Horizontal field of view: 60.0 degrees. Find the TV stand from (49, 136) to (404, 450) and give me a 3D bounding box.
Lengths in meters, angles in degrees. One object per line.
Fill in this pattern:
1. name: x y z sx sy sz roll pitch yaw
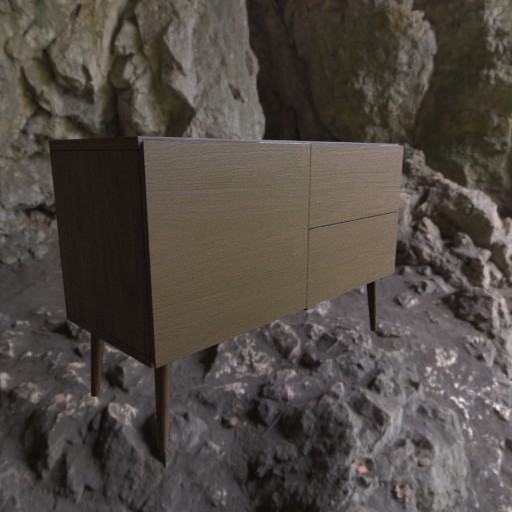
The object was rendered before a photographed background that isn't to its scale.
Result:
1. TV stand: 0.000 0.000 1.329 0.405 0.660 0.990 12 18 42
